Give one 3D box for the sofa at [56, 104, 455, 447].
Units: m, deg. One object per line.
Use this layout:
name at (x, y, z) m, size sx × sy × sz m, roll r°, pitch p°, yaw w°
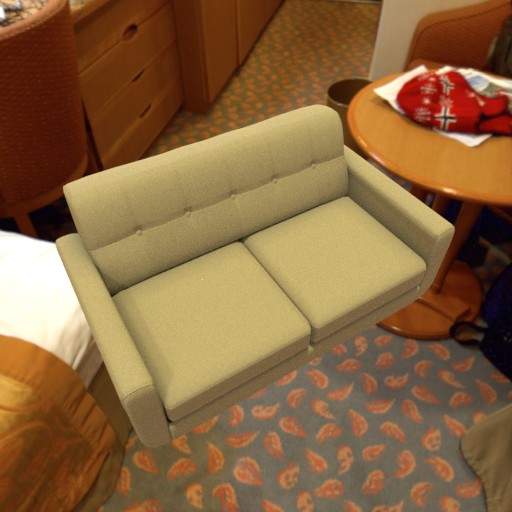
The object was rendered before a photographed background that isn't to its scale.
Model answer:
sofa at (0.000, 0.000, 2.189) m, size 1.655 × 0.892 × 0.980 m, roll -24°, pitch 51°, yaw -21°
